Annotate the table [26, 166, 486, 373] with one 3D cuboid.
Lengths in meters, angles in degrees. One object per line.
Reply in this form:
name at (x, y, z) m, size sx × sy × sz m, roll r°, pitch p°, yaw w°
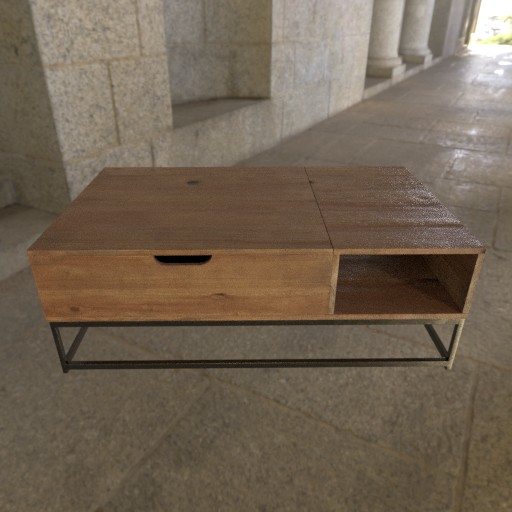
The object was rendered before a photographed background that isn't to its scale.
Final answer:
table at (0.000, 0.000, 1.440) m, size 1.101 × 0.395 × 0.655 m, roll 0°, pitch 29°, yaw -1°
